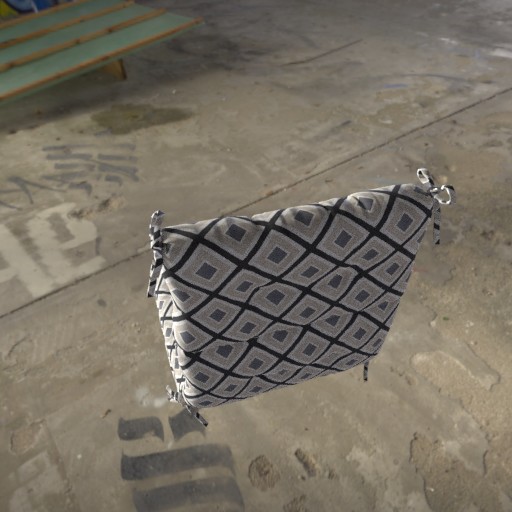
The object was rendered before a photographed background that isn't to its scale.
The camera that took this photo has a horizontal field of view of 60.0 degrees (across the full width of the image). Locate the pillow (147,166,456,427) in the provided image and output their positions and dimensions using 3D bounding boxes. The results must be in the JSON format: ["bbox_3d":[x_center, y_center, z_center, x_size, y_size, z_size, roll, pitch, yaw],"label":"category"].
[{"bbox_3d":[0.000,0.000,1.015,0.519,0.605,0.571,-12,42,-13],"label":"pillow"}]
